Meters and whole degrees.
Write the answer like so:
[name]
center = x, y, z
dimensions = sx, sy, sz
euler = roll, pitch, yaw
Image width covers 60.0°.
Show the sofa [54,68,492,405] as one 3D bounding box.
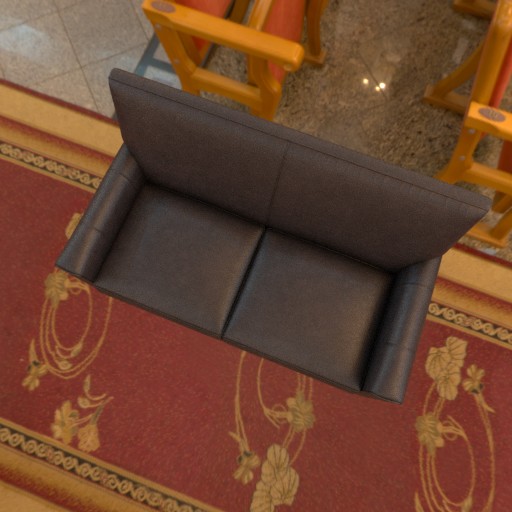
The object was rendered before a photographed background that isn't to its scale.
[sofa]
center = 0.000, 0.000, 1.937
dimensions = 1.473, 0.871, 0.787
euler = 21, 76, 6
